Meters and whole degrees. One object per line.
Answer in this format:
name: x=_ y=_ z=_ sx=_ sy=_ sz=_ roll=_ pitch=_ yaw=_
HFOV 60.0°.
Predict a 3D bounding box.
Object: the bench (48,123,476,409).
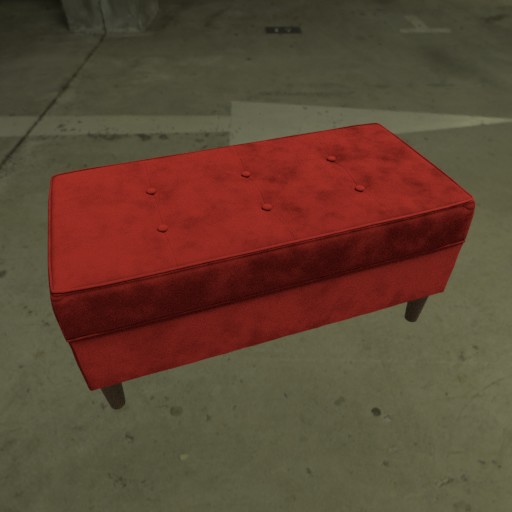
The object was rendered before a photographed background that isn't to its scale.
bench: x=0.000 y=0.000 z=1.276 sx=1.016 sy=0.471 sz=0.492 roll=-13 pitch=43 yaw=-14
